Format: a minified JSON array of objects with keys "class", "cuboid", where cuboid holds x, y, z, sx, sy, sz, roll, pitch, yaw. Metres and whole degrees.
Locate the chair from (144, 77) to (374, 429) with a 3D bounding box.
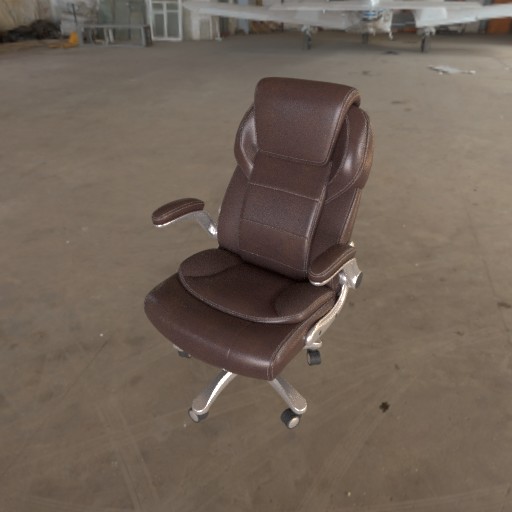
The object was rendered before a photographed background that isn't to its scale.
[{"class":"chair","cuboid":[0.000,0.000,1.661,0.733,1.160,0.774,20,36,29]}]
